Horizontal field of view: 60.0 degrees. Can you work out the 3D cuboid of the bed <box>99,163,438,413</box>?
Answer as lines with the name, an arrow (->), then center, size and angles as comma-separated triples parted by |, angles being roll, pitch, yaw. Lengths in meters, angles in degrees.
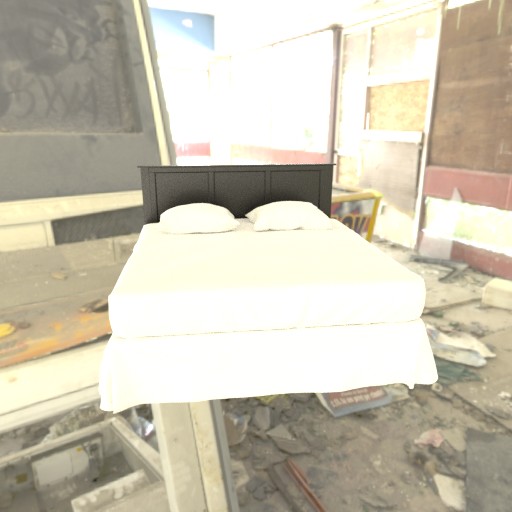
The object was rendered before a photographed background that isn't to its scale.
bed -> 0.000, 0.000, 3.628 | 2.315, 1.271, 2.219 | -2, 17, -7
